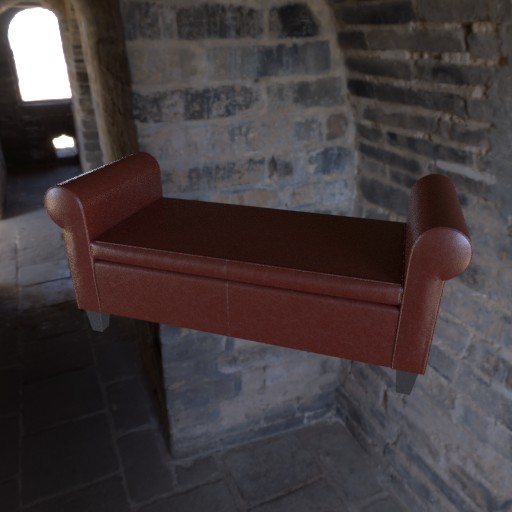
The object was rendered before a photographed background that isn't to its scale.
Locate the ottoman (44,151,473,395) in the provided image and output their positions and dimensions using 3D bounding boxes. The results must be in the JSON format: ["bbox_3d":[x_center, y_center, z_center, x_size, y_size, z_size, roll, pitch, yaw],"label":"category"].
[{"bbox_3d":[0.000,0.000,1.542,1.256,0.547,0.521,8,27,16],"label":"ottoman"}]
